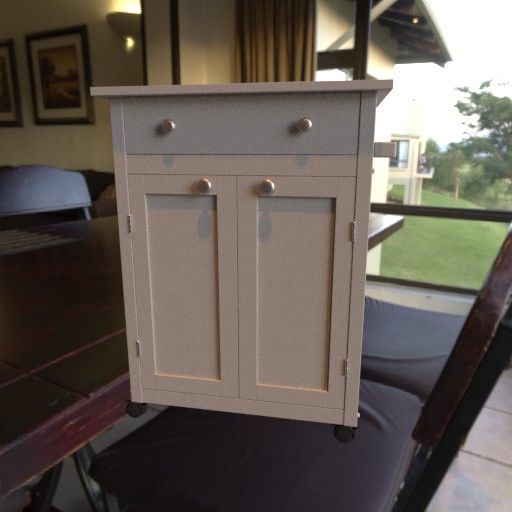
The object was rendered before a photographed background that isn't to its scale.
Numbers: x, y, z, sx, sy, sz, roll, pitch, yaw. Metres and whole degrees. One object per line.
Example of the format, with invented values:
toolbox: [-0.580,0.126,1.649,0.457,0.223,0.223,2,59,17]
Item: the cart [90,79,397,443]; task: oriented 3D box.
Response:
cart: [0.000,0.000,1.258,0.683,0.864,0.442,3,14,11]
